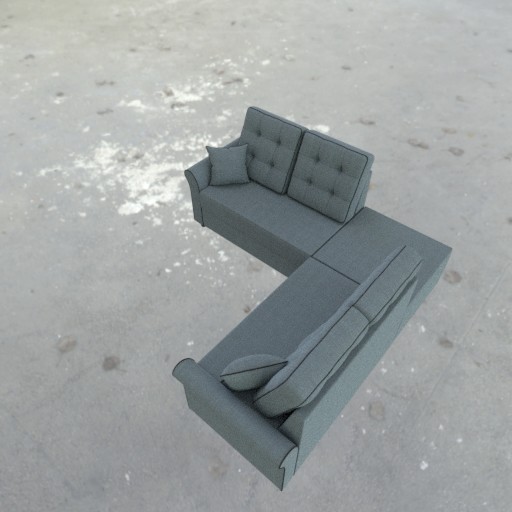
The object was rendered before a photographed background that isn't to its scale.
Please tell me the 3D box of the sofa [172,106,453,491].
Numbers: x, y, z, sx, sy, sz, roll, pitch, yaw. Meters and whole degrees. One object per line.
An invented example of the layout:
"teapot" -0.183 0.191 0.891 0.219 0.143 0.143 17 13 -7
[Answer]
"sofa" 0.000 0.000 3.152 2.068 0.988 2.070 32 54 27
